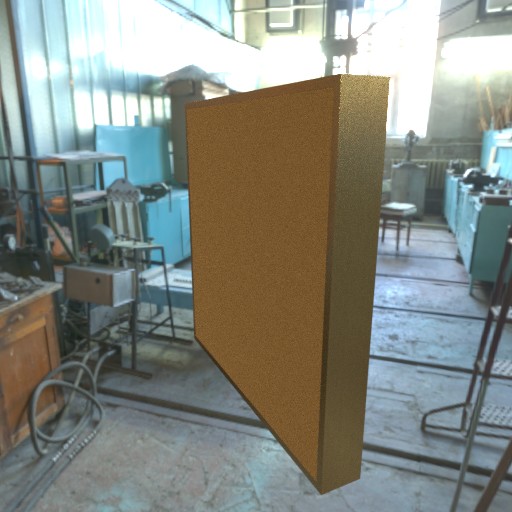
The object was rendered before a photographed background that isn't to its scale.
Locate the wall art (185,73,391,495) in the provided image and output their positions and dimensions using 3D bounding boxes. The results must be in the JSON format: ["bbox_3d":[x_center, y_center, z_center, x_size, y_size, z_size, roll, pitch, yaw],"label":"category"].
[{"bbox_3d":[0.000,0.000,0.442,0.038,0.304,0.304,-8,17,-25],"label":"wall art"}]
